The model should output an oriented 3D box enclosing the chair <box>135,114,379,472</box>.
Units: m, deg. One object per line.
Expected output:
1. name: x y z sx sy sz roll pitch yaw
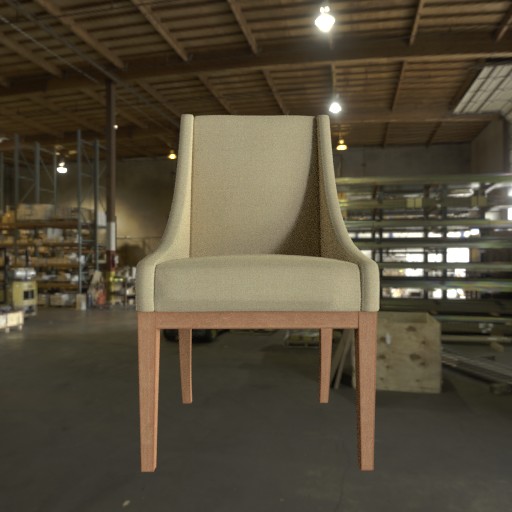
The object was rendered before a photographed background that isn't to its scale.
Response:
1. chair: 0.000 0.000 1.338 0.575 1.021 0.611 0 -1 -1
